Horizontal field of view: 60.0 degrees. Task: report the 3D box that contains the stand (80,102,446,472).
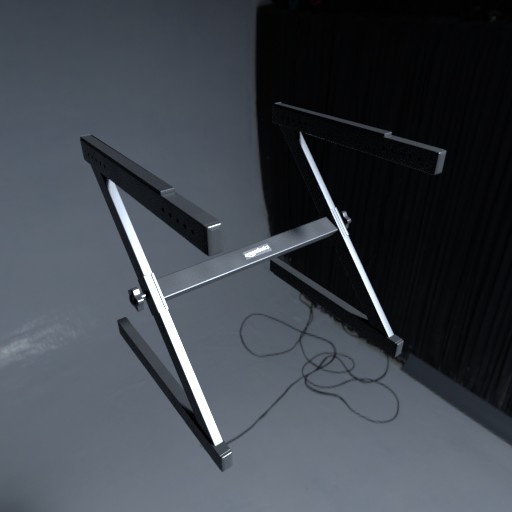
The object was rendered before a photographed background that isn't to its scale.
[{"bbox_3d":[0.000,0.000,1.179,0.700,0.617,0.586,-21,37,-31],"label":"stand"}]
